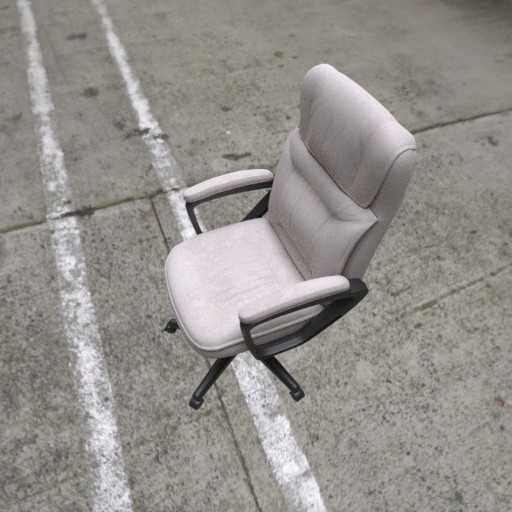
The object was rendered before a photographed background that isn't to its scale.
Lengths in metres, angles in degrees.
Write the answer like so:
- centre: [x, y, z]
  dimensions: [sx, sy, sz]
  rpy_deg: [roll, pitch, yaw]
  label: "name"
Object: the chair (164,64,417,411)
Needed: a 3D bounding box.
- centre: [0.000, 0.000, 1.551]
  dimensions: [0.724, 1.105, 0.667]
  rpy_deg: [-17, 50, -15]
  label: "chair"
